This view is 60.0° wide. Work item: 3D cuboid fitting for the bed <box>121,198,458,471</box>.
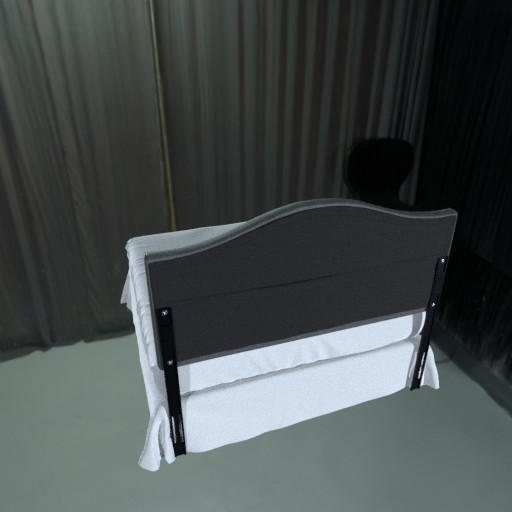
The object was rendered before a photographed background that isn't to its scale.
[{"bbox_3d":[0.000,0.000,3.684,2.314,1.651,2.219,-9,29,-17],"label":"bed"}]
